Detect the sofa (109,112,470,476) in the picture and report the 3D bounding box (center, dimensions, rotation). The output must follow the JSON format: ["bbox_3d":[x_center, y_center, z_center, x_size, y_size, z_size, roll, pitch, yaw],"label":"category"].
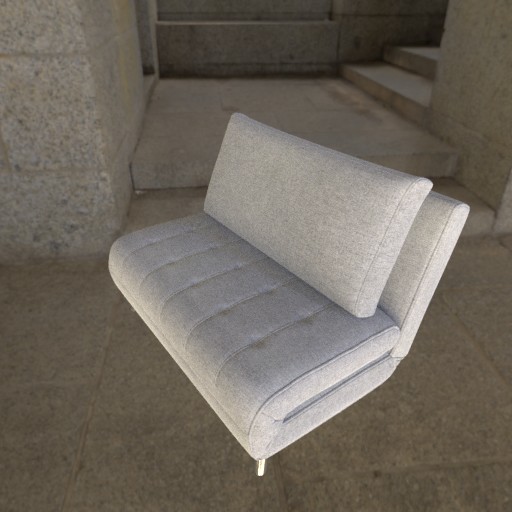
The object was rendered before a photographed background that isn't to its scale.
[{"bbox_3d":[0.000,0.000,1.845,0.910,0.910,1.220,-20,37,-30],"label":"sofa"}]
